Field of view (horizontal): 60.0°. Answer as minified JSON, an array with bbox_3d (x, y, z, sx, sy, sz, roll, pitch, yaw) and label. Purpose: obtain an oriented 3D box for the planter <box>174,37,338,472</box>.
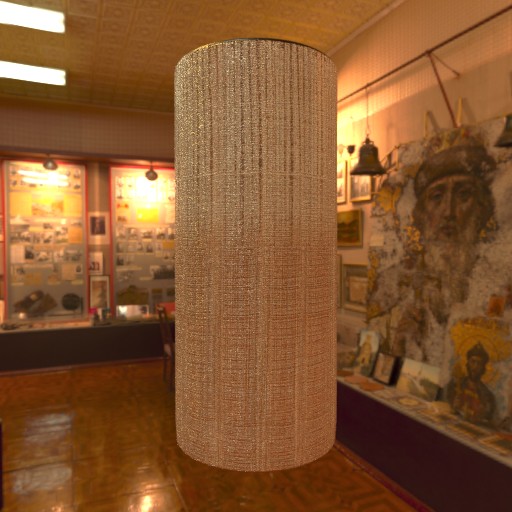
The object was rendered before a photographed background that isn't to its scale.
[{"bbox_3d":[0.000,0.000,0.278,0.100,0.227,0.100,0,1,-21],"label":"planter"}]
